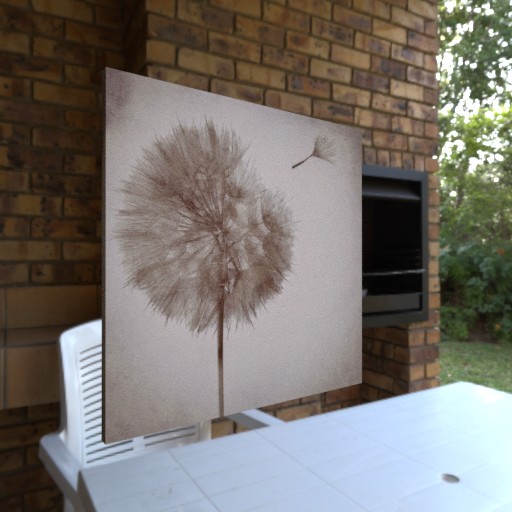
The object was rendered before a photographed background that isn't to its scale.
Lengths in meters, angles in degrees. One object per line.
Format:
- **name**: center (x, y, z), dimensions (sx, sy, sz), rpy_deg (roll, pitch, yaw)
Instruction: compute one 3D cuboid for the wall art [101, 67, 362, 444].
- **wall art**: center (0.000, 0.000, 1.124), dimensions (0.762, 0.762, 0.027), rpy_deg (0, 0, -35)
